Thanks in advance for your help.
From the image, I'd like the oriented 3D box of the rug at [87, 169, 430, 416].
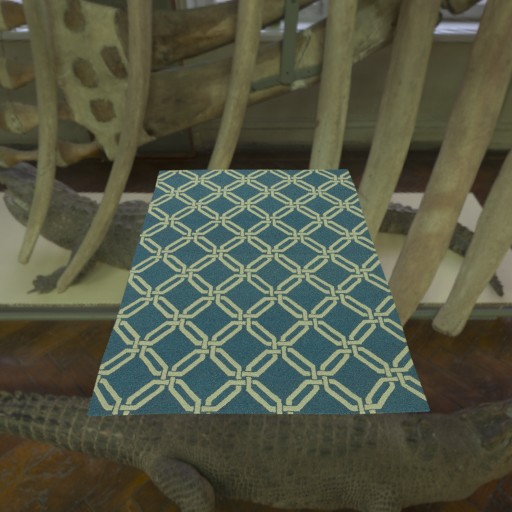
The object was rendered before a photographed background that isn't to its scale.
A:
[{"bbox_3d":[0.000,0.000,2.749,1.524,0.013,2.135,-1,41,-1],"label":"rug"}]
